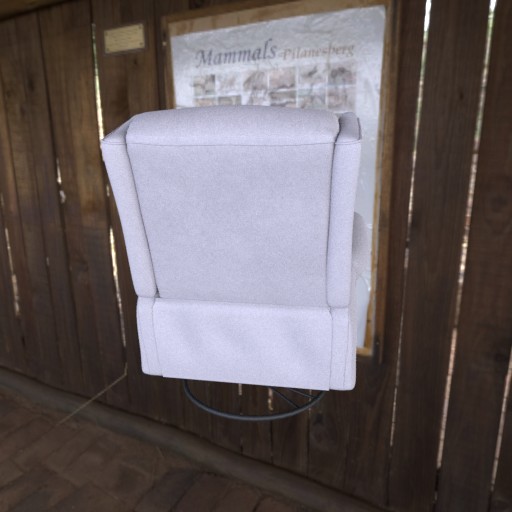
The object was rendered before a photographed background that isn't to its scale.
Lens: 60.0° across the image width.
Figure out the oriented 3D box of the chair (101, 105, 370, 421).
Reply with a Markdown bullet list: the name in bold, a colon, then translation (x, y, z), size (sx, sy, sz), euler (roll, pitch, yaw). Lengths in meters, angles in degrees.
- **chair**: translation (0.000, 0.000, 1.653), size (0.847, 1.011, 0.969), euler (2, 14, 9)
